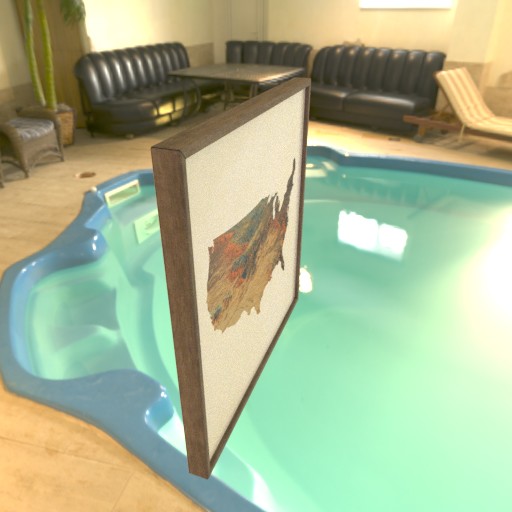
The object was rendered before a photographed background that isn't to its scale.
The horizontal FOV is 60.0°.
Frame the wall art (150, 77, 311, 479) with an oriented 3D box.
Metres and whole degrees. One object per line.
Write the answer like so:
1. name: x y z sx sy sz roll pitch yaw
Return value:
1. wall art: 0.000 0.000 1.123 0.050 0.751 0.749 10 31 18
